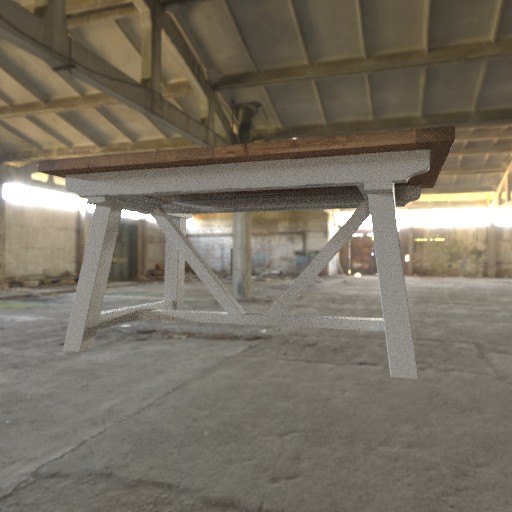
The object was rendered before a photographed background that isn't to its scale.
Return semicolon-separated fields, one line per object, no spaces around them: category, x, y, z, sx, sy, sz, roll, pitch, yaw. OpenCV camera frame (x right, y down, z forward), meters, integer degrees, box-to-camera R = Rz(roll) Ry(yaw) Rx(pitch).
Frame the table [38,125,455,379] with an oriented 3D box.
table;0.000;0.000;1.942;1.503;0.743;0.922;0;0;18
